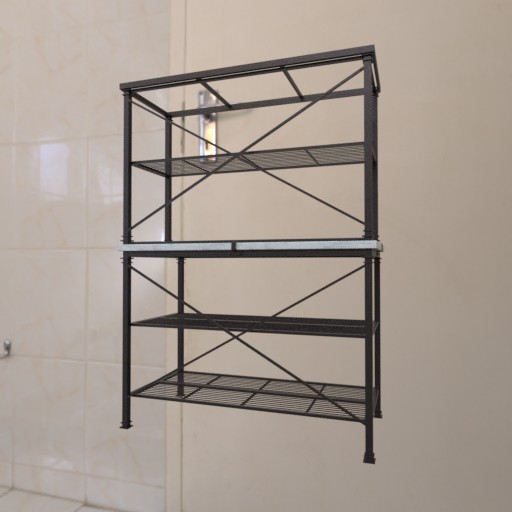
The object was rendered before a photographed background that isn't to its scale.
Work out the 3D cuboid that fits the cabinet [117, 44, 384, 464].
[{"bbox_3d":[0.000,0.000,2.210,1.210,1.659,0.610,0,-1,19],"label":"cabinet"}]
